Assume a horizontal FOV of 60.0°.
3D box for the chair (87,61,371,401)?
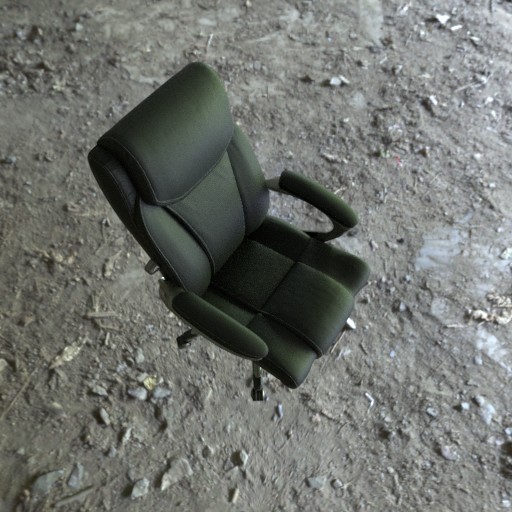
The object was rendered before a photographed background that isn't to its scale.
[{"bbox_3d":[0.000,0.000,1.634,0.784,1.167,0.741,31,64,17],"label":"chair"}]
